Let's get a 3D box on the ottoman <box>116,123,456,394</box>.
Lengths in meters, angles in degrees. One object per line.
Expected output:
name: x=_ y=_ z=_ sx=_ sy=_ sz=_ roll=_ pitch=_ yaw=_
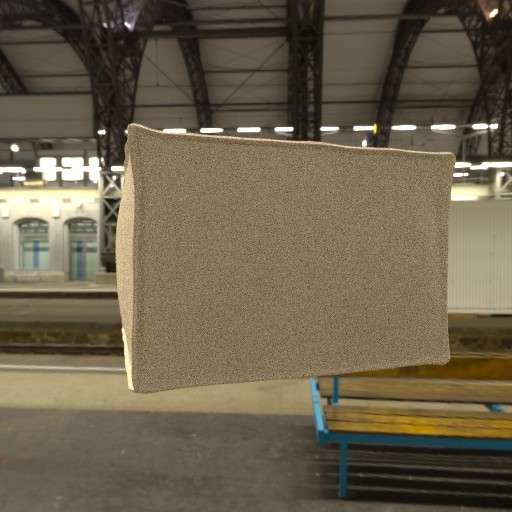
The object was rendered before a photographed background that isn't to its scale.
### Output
ottoman: x=0.000 y=0.000 z=1.154 sx=0.696 sy=0.470 sz=0.707 roll=0 pitch=0 yaw=-18
